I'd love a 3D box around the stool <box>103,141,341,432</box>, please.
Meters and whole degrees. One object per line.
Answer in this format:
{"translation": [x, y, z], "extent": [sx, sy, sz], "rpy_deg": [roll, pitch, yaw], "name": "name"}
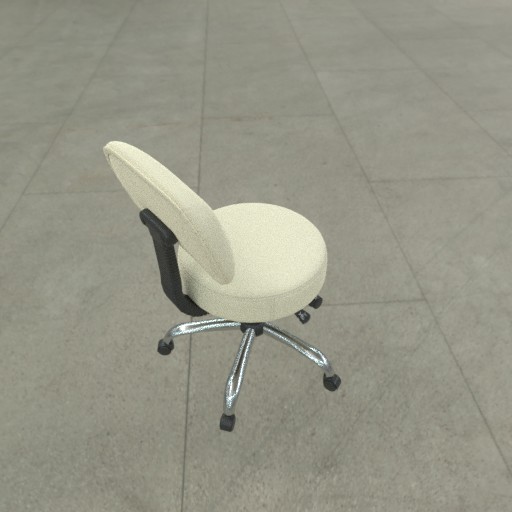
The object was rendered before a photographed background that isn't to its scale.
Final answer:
{"translation": [0.000, 0.000, 1.255], "extent": [0.616, 0.810, 0.609], "rpy_deg": [-28, 49, -28], "name": "stool"}
